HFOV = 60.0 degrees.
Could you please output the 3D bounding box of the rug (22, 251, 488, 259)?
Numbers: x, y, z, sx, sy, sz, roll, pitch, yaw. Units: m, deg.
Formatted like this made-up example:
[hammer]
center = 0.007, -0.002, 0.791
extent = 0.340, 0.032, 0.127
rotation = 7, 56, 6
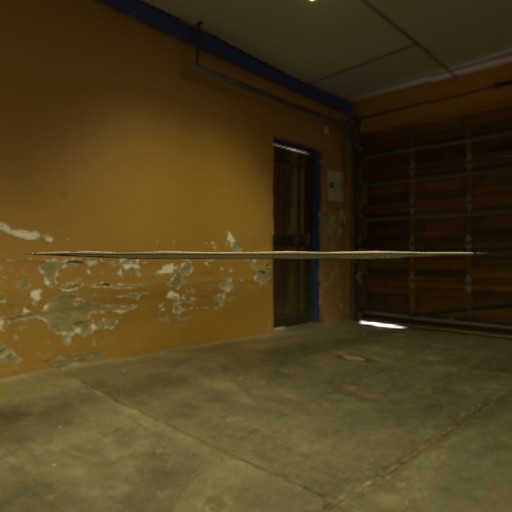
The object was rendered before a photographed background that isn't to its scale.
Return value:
[rug]
center = 0.000, 0.000, 4.100
extent = 3.061, 0.034, 2.426
rotation = 0, -1, 1
